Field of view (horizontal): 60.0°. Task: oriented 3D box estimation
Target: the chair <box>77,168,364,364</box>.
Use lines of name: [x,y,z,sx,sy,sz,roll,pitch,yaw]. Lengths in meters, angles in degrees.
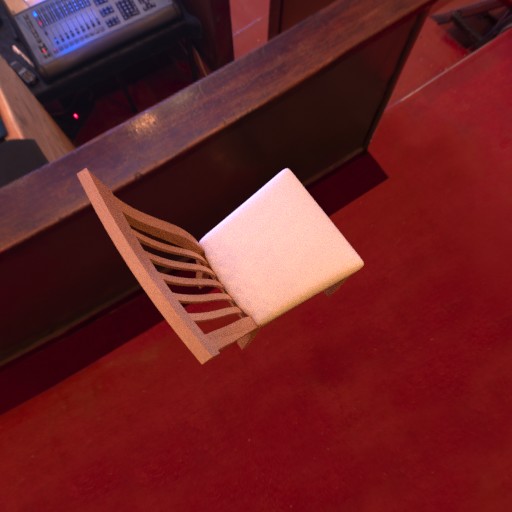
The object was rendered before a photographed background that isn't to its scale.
chair: [0.000,0.000,1.376,0.580,1.050,0.450,-34,77,-9]
